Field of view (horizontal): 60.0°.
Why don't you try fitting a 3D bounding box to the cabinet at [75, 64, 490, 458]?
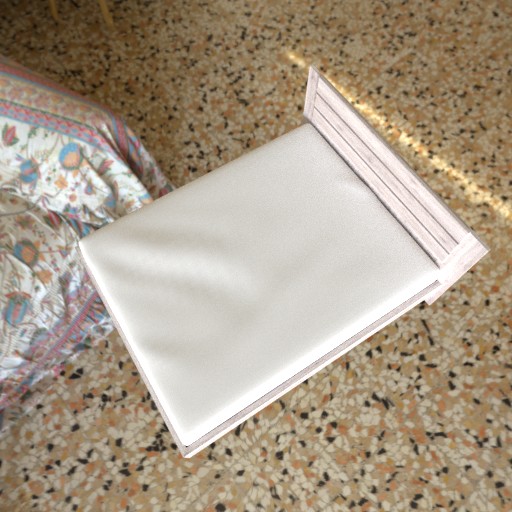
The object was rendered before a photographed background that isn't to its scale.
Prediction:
[{"bbox_3d":[0.000,0.000,3.042,2.080,0.970,1.750,-30,68,-13],"label":"cabinet"}]
